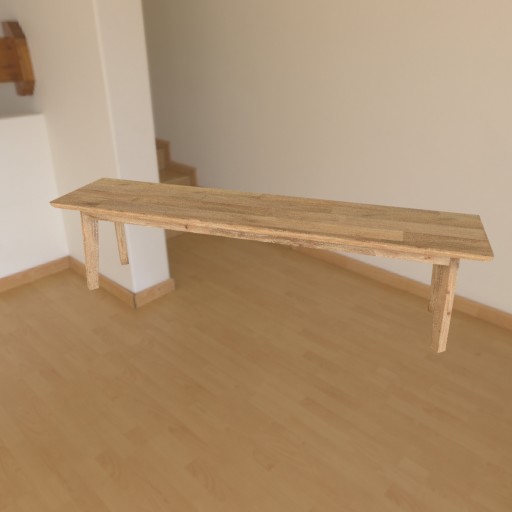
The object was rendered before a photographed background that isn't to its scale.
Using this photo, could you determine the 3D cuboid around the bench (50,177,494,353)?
[{"bbox_3d":[0.000,0.000,1.884,1.698,0.431,0.378,8,27,16],"label":"bench"}]
